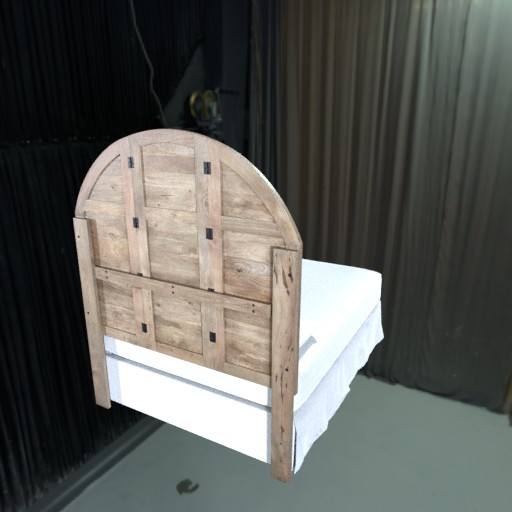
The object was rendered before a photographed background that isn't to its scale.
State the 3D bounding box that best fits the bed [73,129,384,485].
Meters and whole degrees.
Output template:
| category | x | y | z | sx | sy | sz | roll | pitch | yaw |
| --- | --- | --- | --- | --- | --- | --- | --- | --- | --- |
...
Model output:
| category | x | y | z | sx | sy | sz | roll | pitch | yaw |
| --- | --- | --- | --- | --- | --- | --- | --- | --- | --- |
| bed | 0.000 | 0.000 | 3.559 | 1.713 | 2.002 | 2.112 | 9 | 20 | 28 |
